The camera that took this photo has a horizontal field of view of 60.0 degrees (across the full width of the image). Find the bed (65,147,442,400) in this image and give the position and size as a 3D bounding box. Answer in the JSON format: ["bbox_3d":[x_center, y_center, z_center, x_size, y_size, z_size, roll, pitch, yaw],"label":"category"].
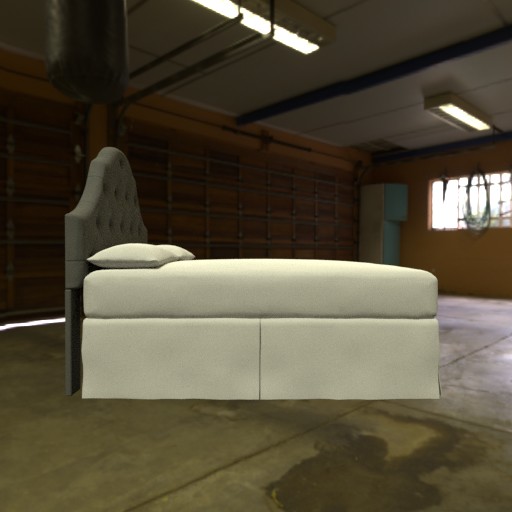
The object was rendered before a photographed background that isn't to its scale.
[{"bbox_3d":[0.000,0.000,3.258,2.155,1.575,1.636,0,1,0],"label":"bed"}]
